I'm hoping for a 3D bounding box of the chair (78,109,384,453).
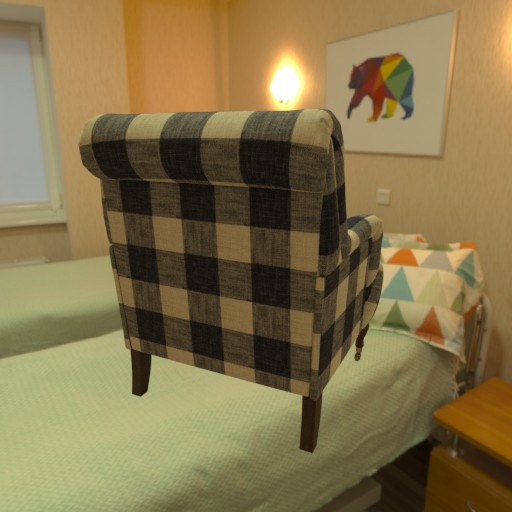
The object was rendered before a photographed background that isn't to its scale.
[{"bbox_3d":[0.000,0.000,1.577,0.781,0.953,0.848,8,17,26],"label":"chair"}]
